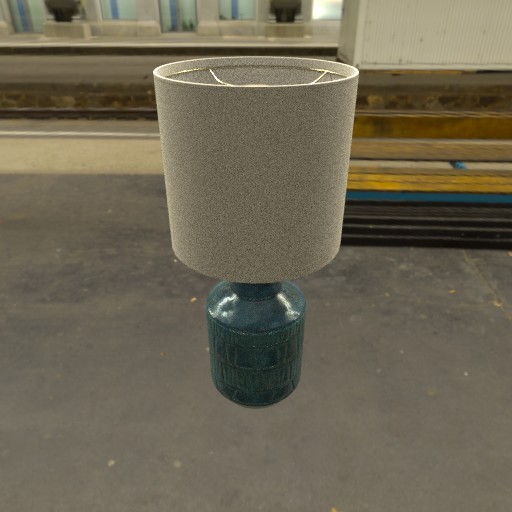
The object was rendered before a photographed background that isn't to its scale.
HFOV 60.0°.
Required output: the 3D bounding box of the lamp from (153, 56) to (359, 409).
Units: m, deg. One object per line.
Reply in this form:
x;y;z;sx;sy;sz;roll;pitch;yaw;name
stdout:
0.000;0.000;0.579;0.211;0.455;0.211;-11;32;-18;lamp
